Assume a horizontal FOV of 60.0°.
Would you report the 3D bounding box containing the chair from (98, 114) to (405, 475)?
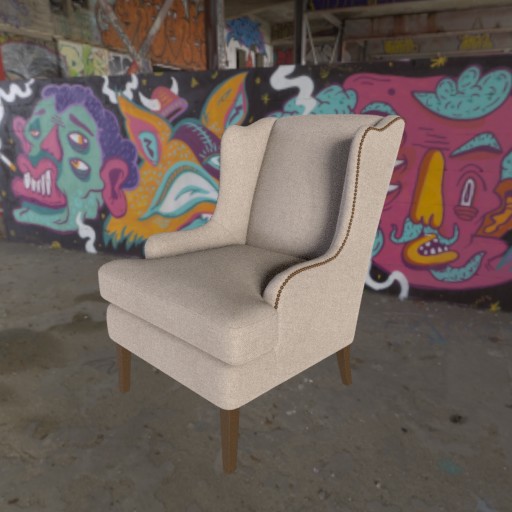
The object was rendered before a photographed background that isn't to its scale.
[{"bbox_3d":[0.000,0.000,1.669,0.737,1.029,0.940,15,22,42],"label":"chair"}]
